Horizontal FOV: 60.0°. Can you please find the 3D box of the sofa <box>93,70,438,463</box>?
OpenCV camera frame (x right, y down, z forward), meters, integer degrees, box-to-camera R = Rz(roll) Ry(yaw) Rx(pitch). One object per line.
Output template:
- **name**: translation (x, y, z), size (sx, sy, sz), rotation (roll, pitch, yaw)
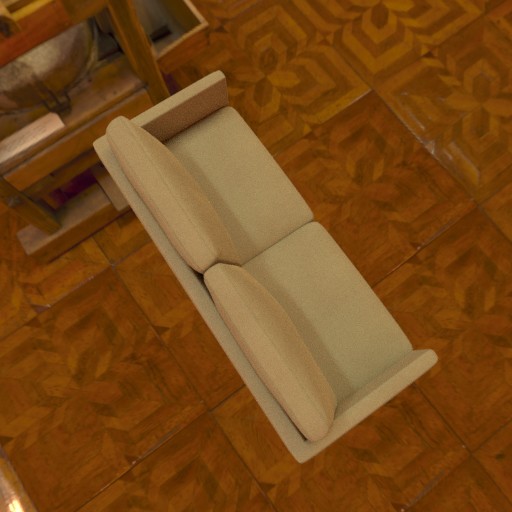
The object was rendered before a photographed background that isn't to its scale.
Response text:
- **sofa**: translation (0.000, 0.000, 2.745), size (0.948, 0.932, 2.181), rotation (-33, 78, -8)
